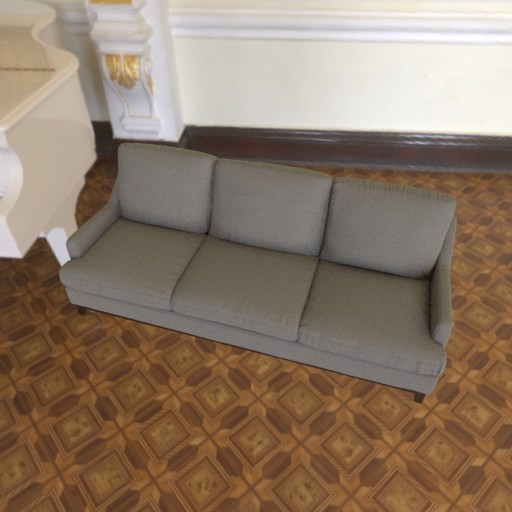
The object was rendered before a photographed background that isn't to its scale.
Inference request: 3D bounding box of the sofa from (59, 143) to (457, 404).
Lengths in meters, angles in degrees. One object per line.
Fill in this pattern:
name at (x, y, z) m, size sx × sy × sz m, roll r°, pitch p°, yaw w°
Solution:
sofa at (0.000, 0.000, 2.825) m, size 2.344 × 0.926 × 0.987 m, roll 12°, pitch 43°, yaw 13°
